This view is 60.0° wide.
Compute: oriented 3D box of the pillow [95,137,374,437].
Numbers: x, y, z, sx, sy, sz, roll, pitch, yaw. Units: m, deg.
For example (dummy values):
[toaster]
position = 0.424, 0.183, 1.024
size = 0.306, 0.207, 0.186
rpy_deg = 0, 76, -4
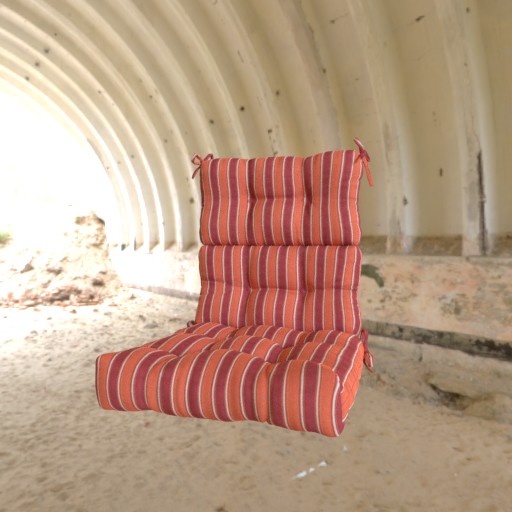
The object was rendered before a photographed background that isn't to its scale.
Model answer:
[pillow]
position = 0.000, 0.000, 1.023
size = 0.519, 0.605, 0.571
rpy_deg = 0, 2, 18
